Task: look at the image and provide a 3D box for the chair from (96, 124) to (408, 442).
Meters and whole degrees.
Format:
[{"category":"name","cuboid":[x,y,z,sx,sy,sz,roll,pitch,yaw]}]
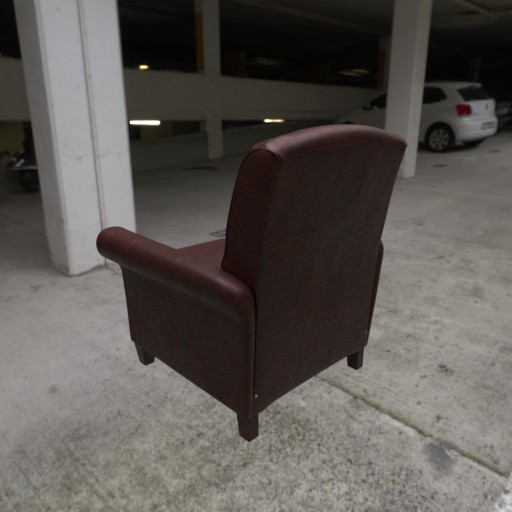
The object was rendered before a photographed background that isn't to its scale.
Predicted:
[{"category":"chair","cuboid":[0.000,0.000,1.849,0.978,1.061,0.902,-16,24,-42]}]
